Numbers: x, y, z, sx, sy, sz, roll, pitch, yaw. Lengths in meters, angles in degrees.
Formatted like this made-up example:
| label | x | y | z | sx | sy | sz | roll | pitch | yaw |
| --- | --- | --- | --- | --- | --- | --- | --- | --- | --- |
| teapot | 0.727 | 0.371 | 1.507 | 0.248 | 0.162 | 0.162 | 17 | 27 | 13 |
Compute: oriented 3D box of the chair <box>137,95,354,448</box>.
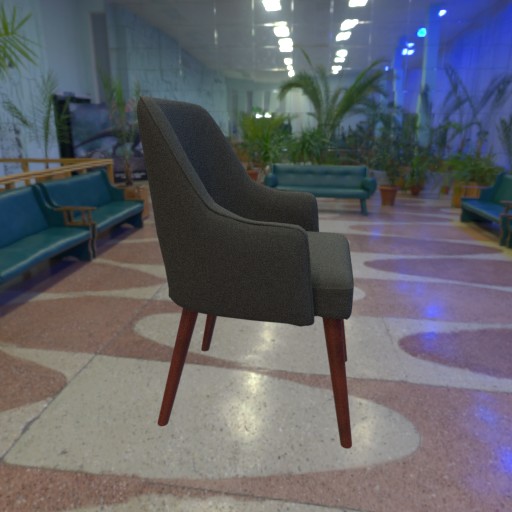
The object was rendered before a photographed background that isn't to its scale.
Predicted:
| label | x | y | z | sx | sy | sz | roll | pitch | yaw |
| --- | --- | --- | --- | --- | --- | --- | --- | --- | --- |
| chair | 0.000 | 0.000 | 1.237 | 0.560 | 0.838 | 0.559 | 3 | 17 | 9 |
